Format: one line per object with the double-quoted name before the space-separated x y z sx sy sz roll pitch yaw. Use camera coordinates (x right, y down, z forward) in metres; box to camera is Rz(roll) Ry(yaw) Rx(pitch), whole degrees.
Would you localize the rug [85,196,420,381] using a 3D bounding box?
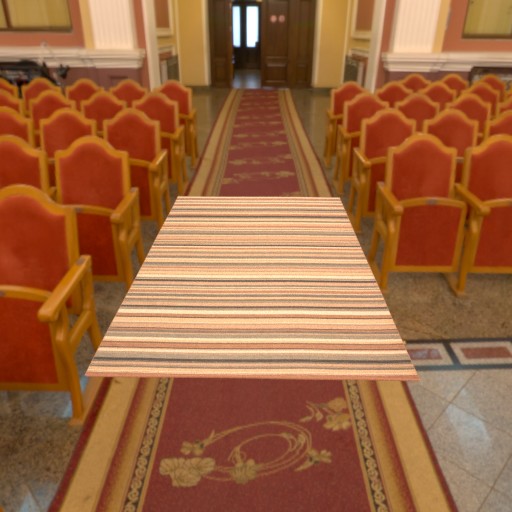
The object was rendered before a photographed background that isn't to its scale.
"rug" 0.000 0.000 3.092 1.523 0.014 2.438 0 27 1
